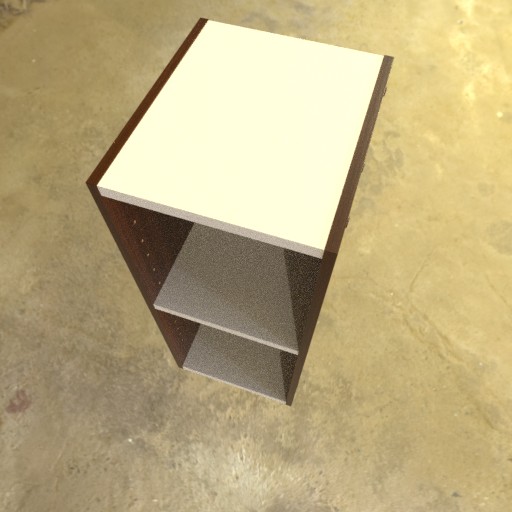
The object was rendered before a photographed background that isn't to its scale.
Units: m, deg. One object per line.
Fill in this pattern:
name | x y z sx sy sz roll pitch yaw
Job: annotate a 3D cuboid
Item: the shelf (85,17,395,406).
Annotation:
shelf | 0.000 0.000 0.735 0.253 0.600 0.290 16 60 10
